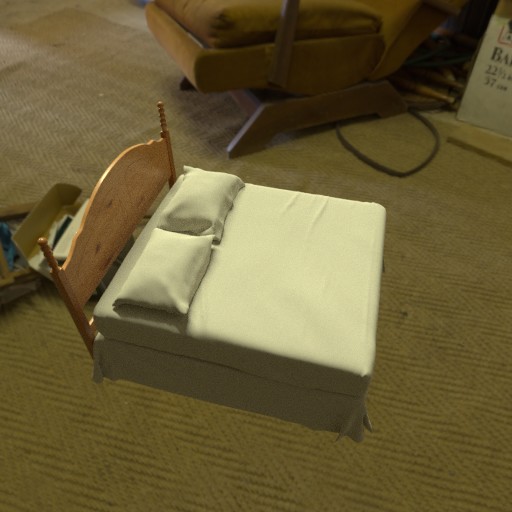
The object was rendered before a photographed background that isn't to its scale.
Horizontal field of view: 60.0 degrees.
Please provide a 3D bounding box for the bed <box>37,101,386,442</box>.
[{"bbox_3d":[0.000,0.000,3.239,2.040,1.356,1.873,11,47,10],"label":"bed"}]
